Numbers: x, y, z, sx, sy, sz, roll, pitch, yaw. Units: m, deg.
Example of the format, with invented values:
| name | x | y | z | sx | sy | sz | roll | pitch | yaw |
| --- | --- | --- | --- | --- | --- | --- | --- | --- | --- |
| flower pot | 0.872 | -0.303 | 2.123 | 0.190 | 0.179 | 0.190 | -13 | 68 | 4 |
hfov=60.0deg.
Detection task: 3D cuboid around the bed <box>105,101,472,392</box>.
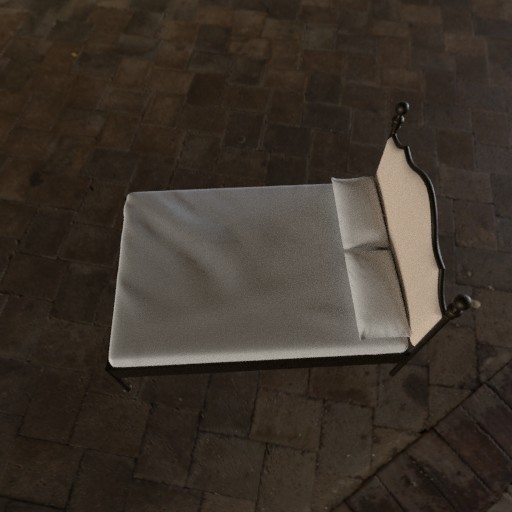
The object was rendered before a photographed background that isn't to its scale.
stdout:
| name | x | y | z | sx | sy | sz | roll | pitch | yaw |
| --- | --- | --- | --- | --- | --- | --- | --- | --- | --- |
| bed | 0.000 | 0.000 | 3.235 | 2.170 | 1.462 | 1.533 | -3 | 60 | -2 |
